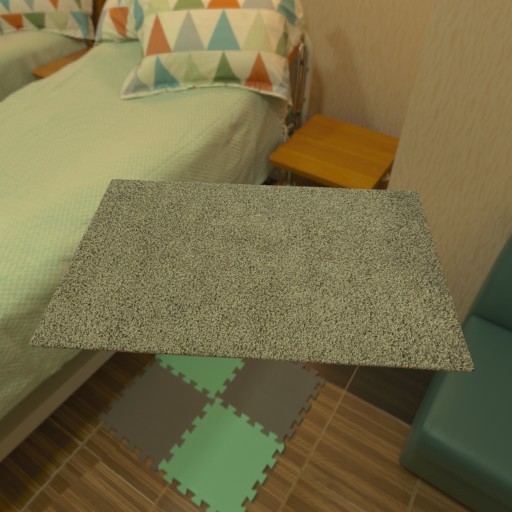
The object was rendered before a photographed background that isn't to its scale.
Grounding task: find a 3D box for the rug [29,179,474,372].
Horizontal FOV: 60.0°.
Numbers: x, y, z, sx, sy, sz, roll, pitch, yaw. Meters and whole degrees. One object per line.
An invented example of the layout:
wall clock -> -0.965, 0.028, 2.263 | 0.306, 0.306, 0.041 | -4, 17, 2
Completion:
rug -> 0.000, 0.000, 3.336 | 2.743, 0.030, 1.778 | 3, 45, 3
